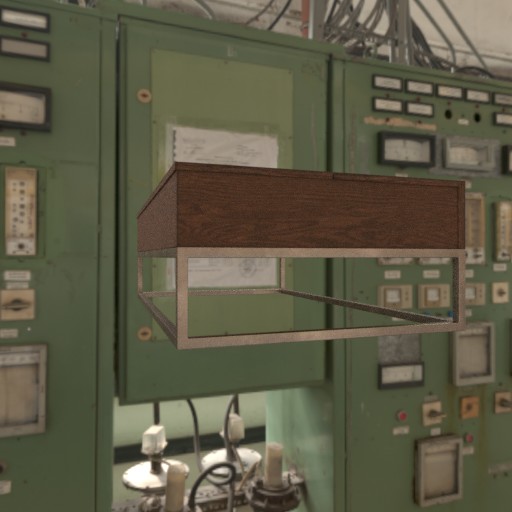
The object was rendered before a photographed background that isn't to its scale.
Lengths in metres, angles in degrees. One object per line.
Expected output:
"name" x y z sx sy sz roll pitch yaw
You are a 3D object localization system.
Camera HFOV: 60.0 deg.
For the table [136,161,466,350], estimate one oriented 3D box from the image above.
"table" 0.000 0.000 1.514 0.719 0.361 1.167 0 0 -19
